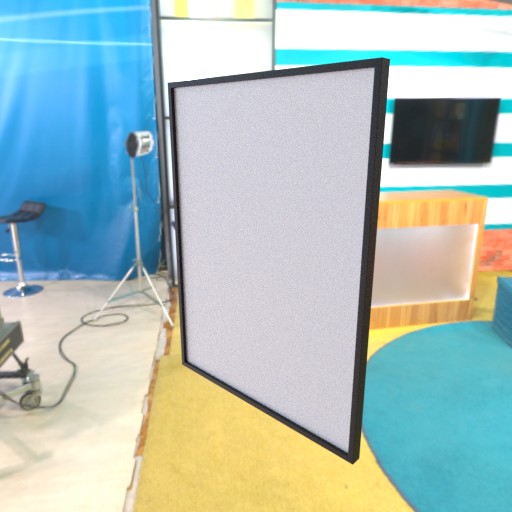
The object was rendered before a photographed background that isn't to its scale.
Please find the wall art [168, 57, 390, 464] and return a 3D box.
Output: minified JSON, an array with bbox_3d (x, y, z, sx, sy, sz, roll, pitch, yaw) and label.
[{"bbox_3d":[0.000,0.000,1.395,0.802,1.070,0.036,15,22,42],"label":"wall art"}]
